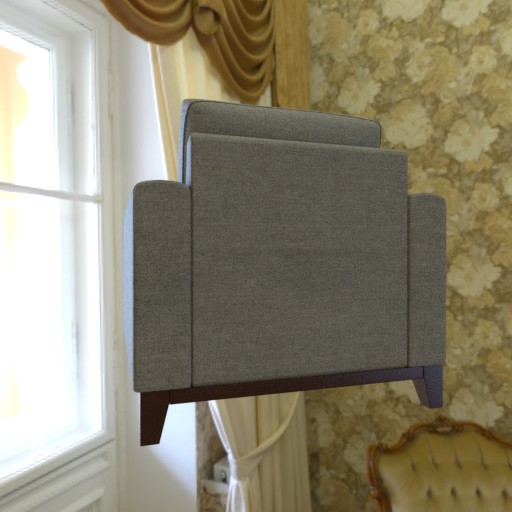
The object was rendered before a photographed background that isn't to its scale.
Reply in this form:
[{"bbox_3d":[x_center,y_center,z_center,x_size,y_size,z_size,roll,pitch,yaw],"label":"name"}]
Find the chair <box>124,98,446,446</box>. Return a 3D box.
[{"bbox_3d":[0.000,0.000,1.822,1.024,1.010,1.038,0,0,-18],"label":"chair"}]
